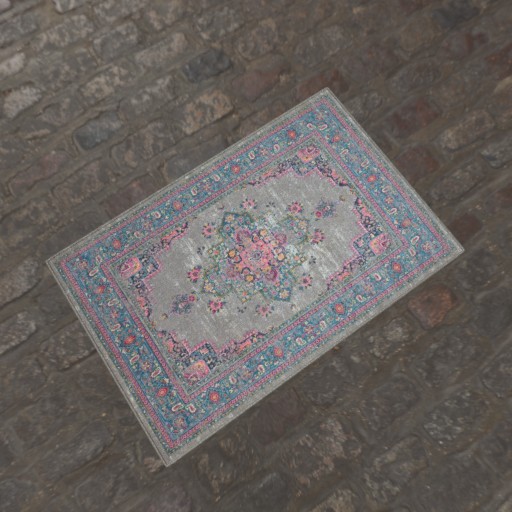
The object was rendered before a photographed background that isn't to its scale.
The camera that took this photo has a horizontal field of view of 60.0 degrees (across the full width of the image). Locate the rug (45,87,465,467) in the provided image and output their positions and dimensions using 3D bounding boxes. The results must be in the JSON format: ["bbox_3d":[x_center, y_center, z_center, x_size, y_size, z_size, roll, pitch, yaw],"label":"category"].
[{"bbox_3d":[0.000,0.000,2.196,1.748,0.014,1.144,-34,78,-8],"label":"rug"}]
